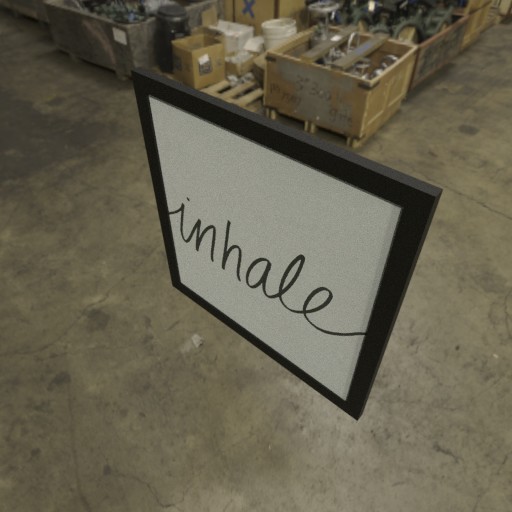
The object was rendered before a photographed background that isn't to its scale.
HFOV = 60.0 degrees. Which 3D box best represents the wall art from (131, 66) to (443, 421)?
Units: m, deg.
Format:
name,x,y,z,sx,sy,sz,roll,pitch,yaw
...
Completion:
name,x,y,z,sx,sy,sz,roll,pitch,yaw
wall art,0.000,0.000,0.532,0.356,0.356,0.013,31,52,28
